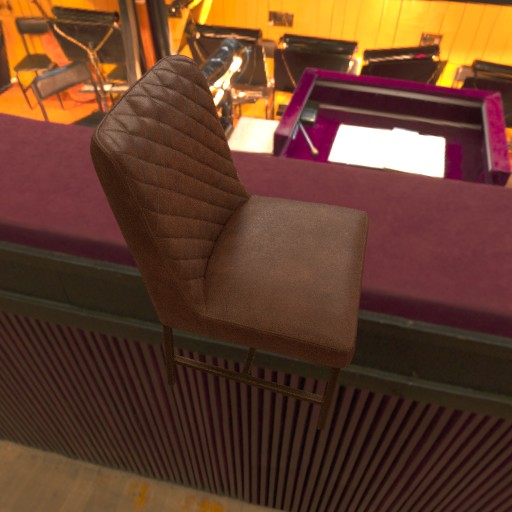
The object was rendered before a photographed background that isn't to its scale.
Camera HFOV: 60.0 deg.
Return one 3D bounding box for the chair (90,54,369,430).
[{"bbox_3d":[0.000,0.000,1.217,0.587,0.889,0.508,10,47,10],"label":"chair"}]
